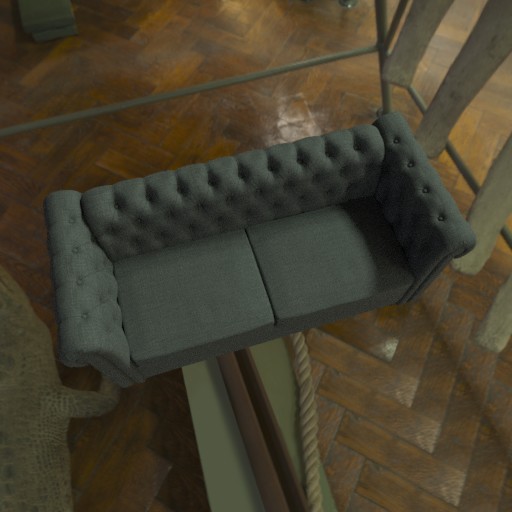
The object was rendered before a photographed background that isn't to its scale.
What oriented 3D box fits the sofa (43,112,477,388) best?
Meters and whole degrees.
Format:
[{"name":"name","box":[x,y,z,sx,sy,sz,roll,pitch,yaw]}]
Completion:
[{"name":"sofa","box":[0.000,0.000,2.246,1.798,0.797,0.783,-15,64,-8]}]
